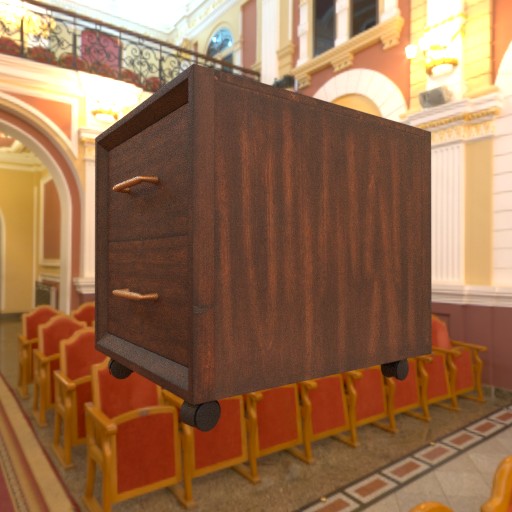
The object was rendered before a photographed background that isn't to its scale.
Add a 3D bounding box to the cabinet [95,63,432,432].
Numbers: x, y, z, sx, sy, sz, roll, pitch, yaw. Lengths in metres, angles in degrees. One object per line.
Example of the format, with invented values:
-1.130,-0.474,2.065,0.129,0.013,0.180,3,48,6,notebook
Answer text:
0.000,0.000,0.825,0.500,0.455,0.402,0,0,-36,cabinet
